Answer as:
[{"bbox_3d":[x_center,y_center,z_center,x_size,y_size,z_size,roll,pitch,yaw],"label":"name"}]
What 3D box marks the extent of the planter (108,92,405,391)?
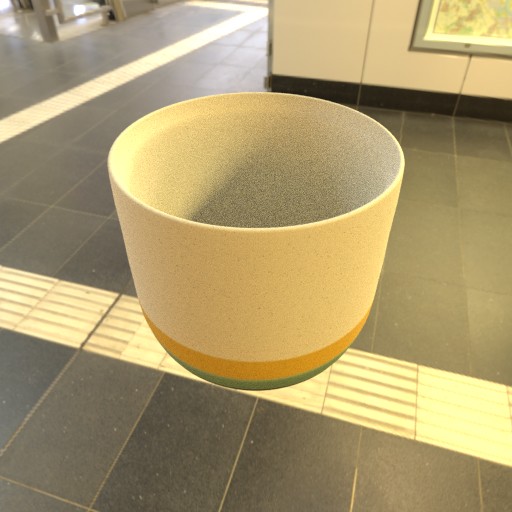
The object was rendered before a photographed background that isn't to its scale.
[{"bbox_3d":[0.000,0.000,0.495,0.268,0.270,0.268,0,40,0],"label":"planter"}]
